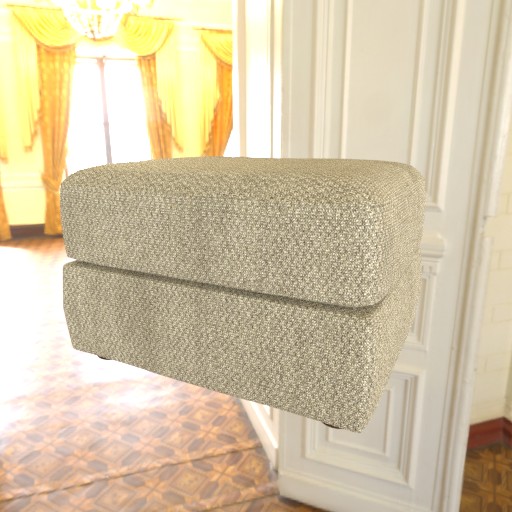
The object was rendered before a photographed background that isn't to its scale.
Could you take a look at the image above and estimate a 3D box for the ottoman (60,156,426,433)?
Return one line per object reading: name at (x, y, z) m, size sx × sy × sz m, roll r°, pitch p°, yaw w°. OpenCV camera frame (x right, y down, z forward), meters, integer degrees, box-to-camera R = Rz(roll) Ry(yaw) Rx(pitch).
ottoman at (0.000, 0.000, 1.113) m, size 0.751 × 0.476 × 0.603 m, roll 8°, pitch 17°, yaw 26°
